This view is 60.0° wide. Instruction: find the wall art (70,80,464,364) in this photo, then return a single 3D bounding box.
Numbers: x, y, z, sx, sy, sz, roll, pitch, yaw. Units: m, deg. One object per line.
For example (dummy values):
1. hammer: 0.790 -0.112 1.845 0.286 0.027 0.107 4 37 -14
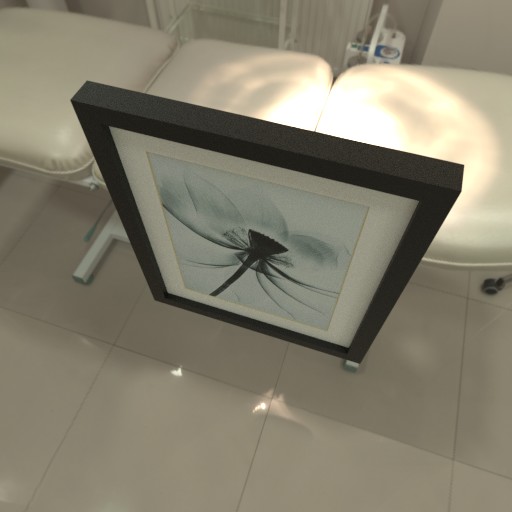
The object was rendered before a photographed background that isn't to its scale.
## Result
1. wall art: 0.000 0.000 0.524 0.330 0.381 0.029 16 59 10
